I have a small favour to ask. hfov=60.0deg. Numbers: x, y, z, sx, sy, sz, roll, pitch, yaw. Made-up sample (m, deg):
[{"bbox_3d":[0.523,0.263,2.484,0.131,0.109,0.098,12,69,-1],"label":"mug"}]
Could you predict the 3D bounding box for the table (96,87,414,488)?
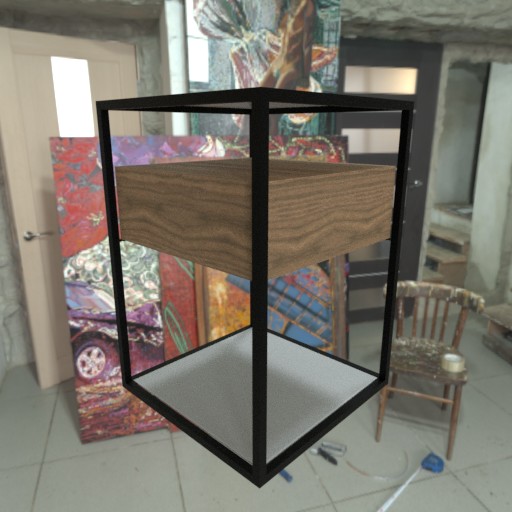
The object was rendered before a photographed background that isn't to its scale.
[{"bbox_3d":[0.000,0.000,0.817,0.378,0.540,0.378,15,22,42],"label":"table"}]
